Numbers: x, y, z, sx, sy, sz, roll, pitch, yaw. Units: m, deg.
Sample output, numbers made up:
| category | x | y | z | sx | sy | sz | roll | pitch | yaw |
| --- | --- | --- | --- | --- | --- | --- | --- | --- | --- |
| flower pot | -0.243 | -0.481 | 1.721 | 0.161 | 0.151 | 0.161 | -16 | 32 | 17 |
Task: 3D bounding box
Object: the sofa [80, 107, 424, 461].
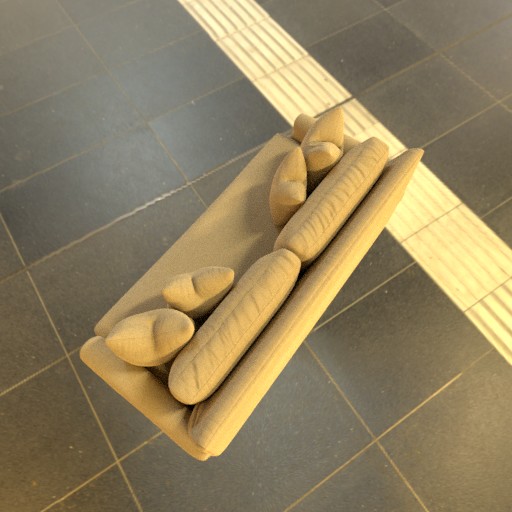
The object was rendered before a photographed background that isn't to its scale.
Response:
| category | x | y | z | sx | sy | sz | roll | pitch | yaw |
| --- | --- | --- | --- | --- | --- | --- | --- | --- | --- |
| sofa | 0.000 | 0.000 | 2.855 | 1.067 | 0.904 | 2.285 | 34 | 68 | 15 |
